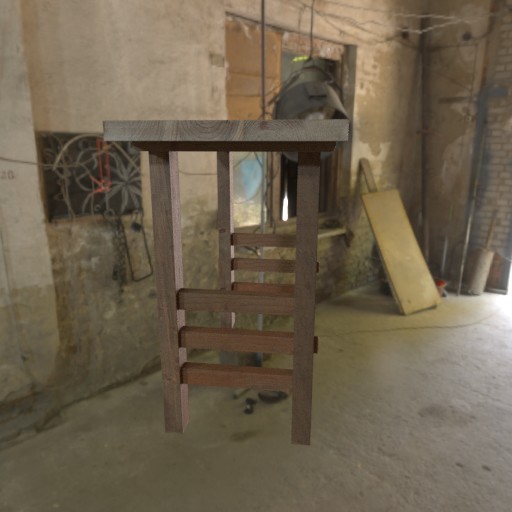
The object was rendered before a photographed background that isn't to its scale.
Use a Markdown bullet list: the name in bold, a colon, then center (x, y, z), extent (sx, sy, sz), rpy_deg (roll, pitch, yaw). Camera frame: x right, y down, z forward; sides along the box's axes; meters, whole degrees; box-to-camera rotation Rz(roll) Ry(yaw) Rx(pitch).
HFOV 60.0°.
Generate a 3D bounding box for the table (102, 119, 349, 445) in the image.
- **table**: center (0.000, 0.000, 1.631), extent (0.556, 0.914, 1.119), rpy_deg (2, 15, 8)
